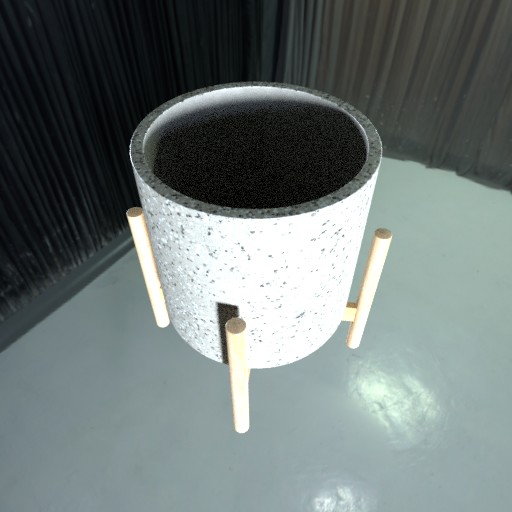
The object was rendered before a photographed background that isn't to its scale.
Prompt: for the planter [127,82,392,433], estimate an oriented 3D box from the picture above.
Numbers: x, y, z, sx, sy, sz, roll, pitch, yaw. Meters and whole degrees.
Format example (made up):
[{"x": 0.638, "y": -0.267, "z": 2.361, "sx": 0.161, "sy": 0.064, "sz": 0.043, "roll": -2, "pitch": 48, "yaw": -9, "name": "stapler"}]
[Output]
[{"x": 0.000, "y": 0.000, "z": 0.693, "sx": 0.360, "sy": 0.419, "sz": 0.360, "roll": 23, "pitch": 50, "yaw": 20, "name": "planter"}]
